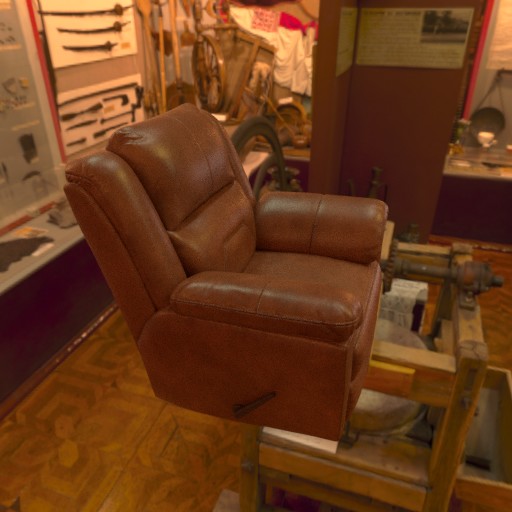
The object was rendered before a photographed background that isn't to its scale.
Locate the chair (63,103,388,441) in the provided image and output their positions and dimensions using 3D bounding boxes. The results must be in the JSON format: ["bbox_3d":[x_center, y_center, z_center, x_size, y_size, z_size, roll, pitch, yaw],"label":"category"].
[{"bbox_3d":[0.000,0.000,1.852,1.041,1.093,0.990,10,31,18],"label":"chair"}]
